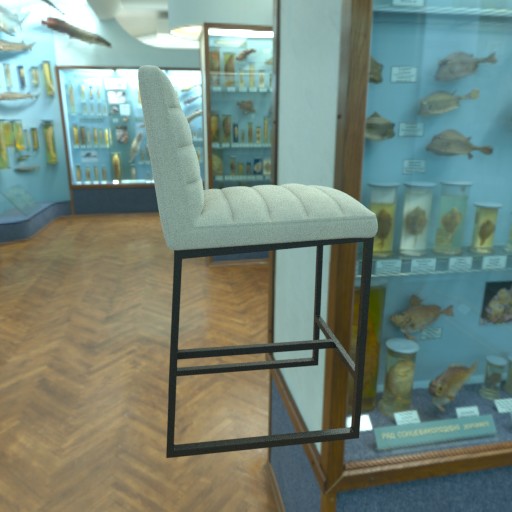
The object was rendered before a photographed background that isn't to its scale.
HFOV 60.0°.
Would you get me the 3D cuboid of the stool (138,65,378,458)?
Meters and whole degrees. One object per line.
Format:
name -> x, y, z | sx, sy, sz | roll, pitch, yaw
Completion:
stool -> 0.000, 0.000, 1.288 | 0.567, 0.971, 0.459 | -2, 16, -8
